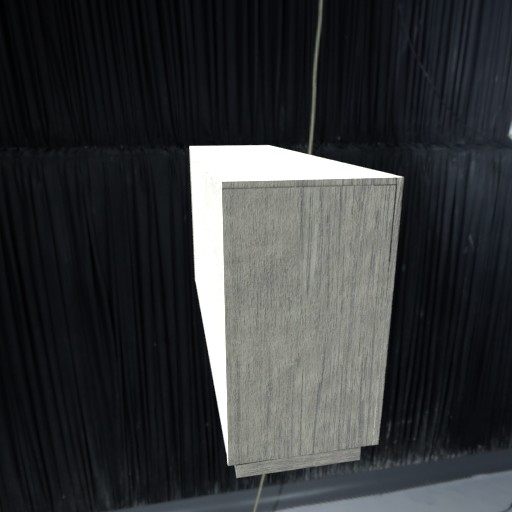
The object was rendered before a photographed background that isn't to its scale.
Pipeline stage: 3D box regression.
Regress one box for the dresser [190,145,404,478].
[{"bbox_3d":[0.000,0.000,2.011,0.483,0.889,1.628,-3,17,-10],"label":"dresser"}]
